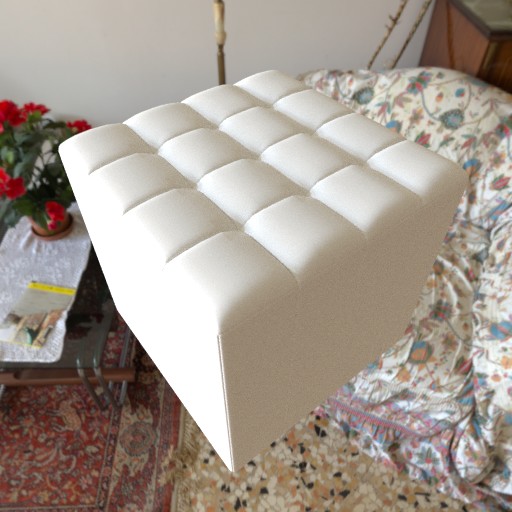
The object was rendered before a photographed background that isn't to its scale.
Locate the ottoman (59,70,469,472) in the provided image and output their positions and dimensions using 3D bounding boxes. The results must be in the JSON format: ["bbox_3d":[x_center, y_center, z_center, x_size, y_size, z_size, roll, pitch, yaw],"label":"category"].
[{"bbox_3d":[0.000,0.000,0.775,0.425,0.432,0.425,-29,53,-25],"label":"ottoman"}]
